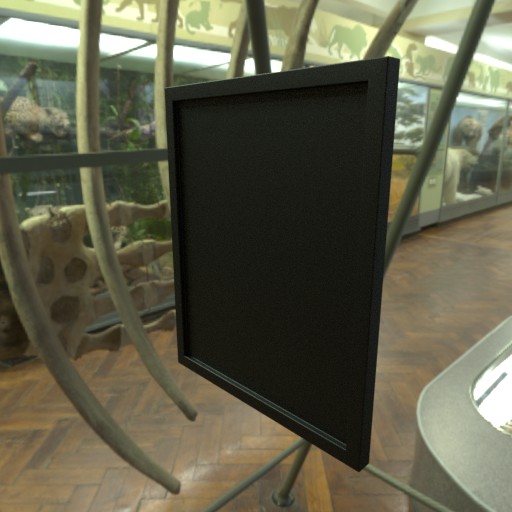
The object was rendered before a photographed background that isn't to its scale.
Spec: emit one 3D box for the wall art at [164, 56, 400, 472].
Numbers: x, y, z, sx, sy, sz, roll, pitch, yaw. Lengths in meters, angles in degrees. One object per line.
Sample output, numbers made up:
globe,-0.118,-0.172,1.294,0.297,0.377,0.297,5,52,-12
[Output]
wall art,0.000,0.000,0.738,0.028,0.559,0.457,-14,20,-42
